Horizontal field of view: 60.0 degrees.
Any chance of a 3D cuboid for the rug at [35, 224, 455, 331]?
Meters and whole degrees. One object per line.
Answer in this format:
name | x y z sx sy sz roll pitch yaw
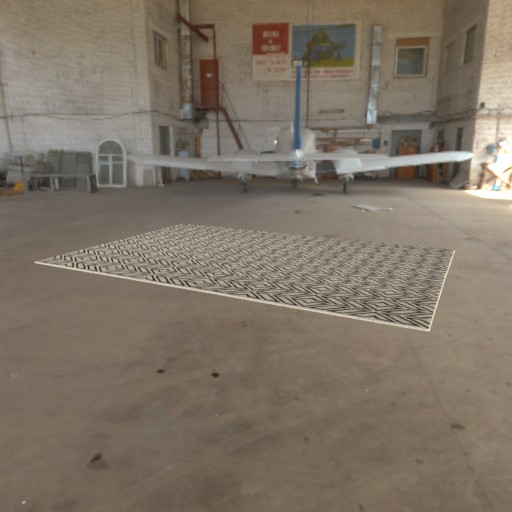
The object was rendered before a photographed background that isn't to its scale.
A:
rug | 0.000 0.000 2.304 1.828 0.007 1.220 7 16 26
